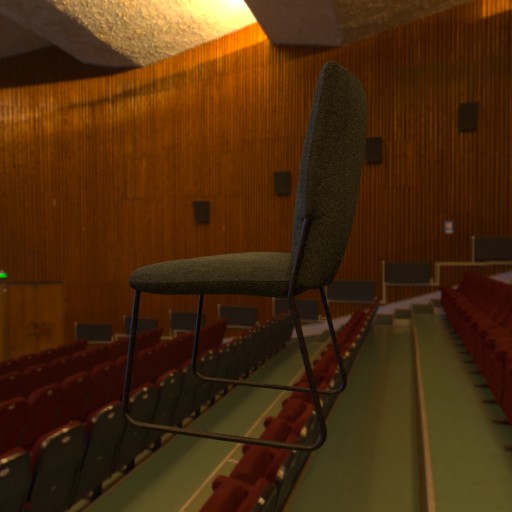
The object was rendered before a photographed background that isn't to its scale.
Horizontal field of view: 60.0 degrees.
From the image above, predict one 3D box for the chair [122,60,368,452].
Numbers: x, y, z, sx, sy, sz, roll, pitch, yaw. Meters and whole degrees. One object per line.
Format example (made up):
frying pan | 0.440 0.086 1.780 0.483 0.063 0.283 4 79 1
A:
chair | 0.000 0.000 1.314 0.635 0.931 0.480 1 2 18
